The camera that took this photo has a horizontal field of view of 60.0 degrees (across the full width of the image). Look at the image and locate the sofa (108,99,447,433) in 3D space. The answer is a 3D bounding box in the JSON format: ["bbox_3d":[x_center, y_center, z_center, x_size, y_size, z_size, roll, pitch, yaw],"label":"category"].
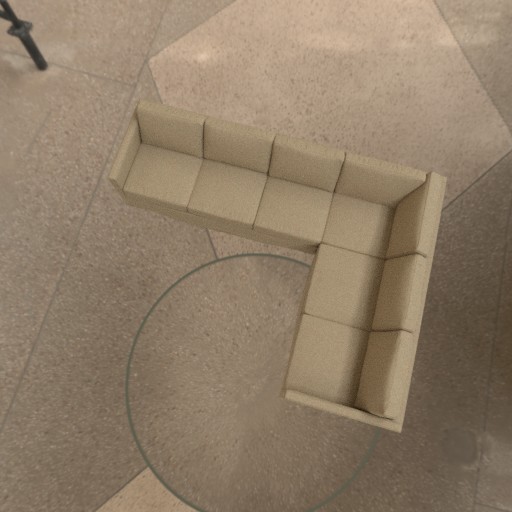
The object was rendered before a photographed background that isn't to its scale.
[{"bbox_3d":[0.000,0.000,4.326,3.182,0.871,2.432,15,75,4],"label":"sofa"}]
